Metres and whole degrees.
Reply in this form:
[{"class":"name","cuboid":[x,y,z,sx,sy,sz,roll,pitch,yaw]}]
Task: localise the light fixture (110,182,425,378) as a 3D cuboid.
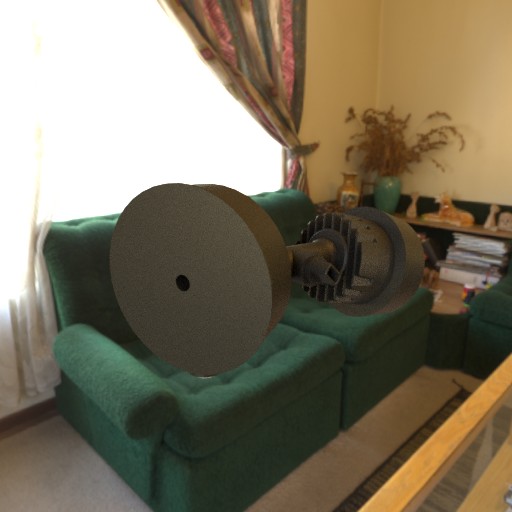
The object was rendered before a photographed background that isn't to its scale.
[{"class":"light fixture","cuboid":[0.000,0.000,0.314,0.213,0.120,0.168,8,18,27]}]
